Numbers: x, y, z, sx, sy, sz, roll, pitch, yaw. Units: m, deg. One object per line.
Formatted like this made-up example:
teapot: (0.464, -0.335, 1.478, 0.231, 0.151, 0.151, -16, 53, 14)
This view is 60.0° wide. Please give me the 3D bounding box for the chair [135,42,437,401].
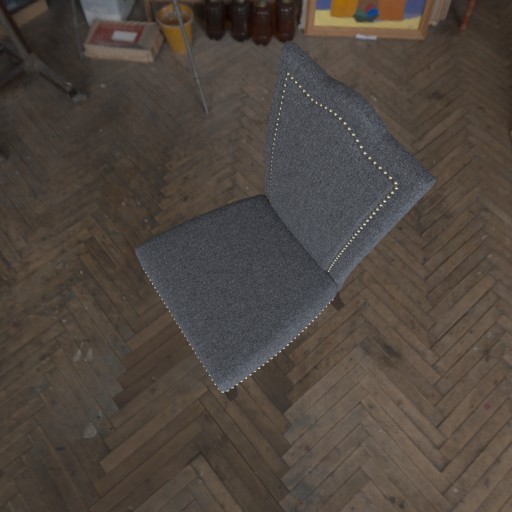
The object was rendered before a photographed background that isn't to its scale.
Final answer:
chair: (0.000, 0.000, 1.307, 0.589, 0.946, 0.518, -31, 68, -14)
